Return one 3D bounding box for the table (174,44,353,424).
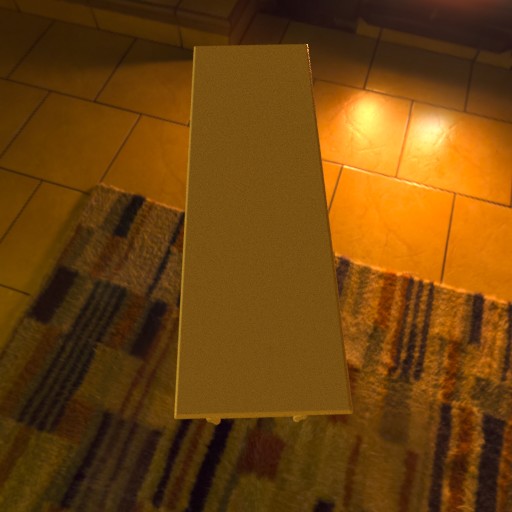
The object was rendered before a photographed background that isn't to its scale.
[{"bbox_3d":[0.000,0.000,1.582,0.386,0.814,1.191,-1,63,-1],"label":"table"}]
